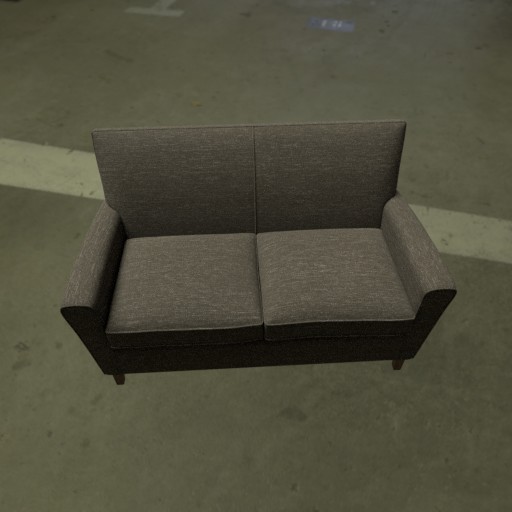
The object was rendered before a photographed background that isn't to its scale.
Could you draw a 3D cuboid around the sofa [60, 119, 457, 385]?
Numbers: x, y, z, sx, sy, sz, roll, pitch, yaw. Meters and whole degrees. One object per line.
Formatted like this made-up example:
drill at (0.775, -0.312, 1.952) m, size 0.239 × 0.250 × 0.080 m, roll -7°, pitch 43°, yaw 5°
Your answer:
sofa at (0.000, 0.000, 2.063) m, size 1.509 × 0.905 × 0.867 m, roll -2°, pitch 46°, yaw -2°
